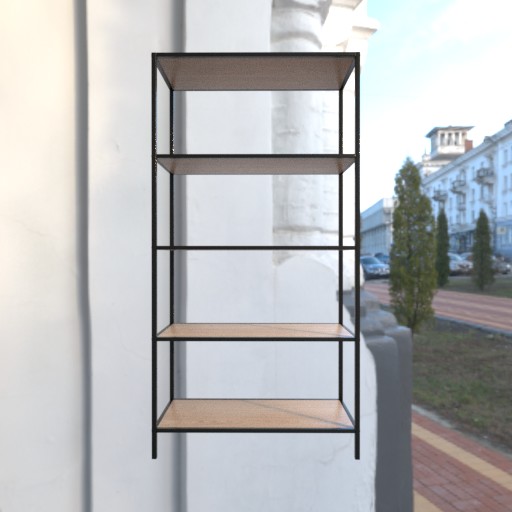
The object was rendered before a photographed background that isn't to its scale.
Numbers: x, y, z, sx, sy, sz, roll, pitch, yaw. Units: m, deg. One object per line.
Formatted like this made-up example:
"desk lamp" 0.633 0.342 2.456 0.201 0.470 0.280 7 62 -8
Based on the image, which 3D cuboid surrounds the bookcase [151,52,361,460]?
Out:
"bookcase" 0.000 0.000 1.807 0.770 1.500 0.350 0 0 0
